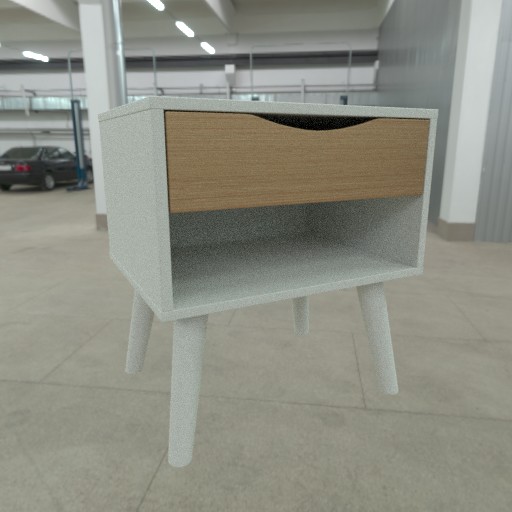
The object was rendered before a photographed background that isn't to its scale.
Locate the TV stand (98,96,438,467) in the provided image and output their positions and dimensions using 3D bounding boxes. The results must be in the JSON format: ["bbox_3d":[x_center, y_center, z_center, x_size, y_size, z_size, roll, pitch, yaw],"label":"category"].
[{"bbox_3d":[0.000,0.000,0.902,0.508,0.559,0.405,-7,16,-27],"label":"TV stand"}]
